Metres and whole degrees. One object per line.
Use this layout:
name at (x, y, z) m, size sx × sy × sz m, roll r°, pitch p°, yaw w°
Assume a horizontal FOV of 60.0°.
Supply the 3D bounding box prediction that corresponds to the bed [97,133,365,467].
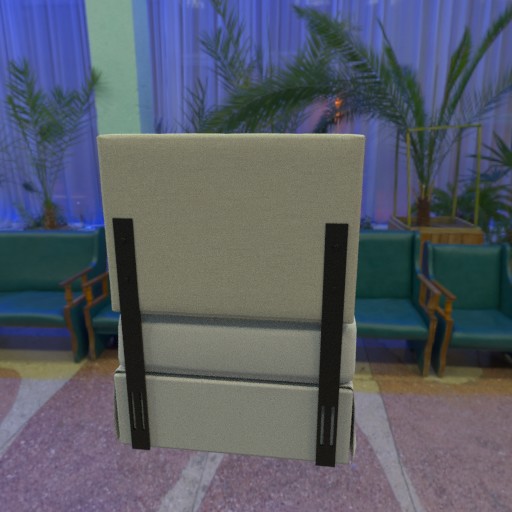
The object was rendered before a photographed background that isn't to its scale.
bed at (0.000, 0.000, 2.964) m, size 1.261 × 1.571 × 1.997 m, roll 2°, pitch 15°, yaw 7°
